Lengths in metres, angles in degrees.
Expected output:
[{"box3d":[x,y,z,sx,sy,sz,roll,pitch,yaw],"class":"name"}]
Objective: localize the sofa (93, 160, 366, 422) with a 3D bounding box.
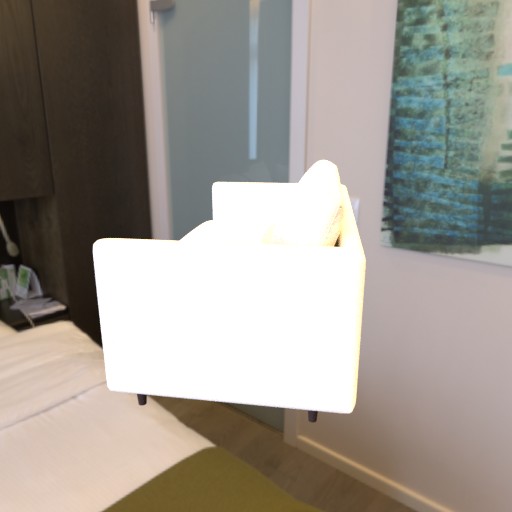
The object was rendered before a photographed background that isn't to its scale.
[{"box3d":[0.000,0.000,2.266,0.940,0.893,1.713,2,16,9],"class":"sofa"}]
